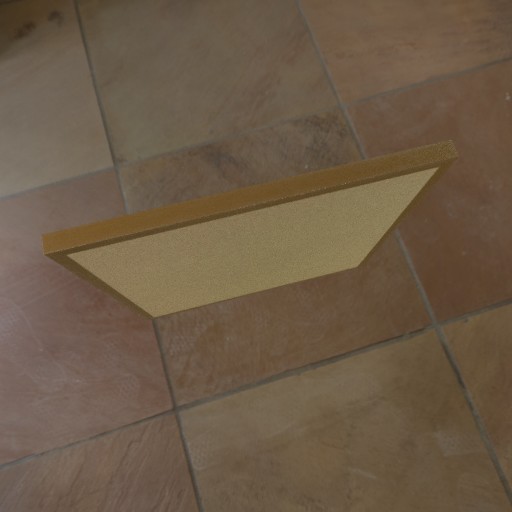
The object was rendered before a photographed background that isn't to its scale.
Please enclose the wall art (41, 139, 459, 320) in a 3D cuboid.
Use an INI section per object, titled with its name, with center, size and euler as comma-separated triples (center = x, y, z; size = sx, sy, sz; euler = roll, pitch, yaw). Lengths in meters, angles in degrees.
[wall art]
center = 0.000, 0.000, 1.156
size = 0.762, 0.760, 0.037
euler = -14, 74, -4
